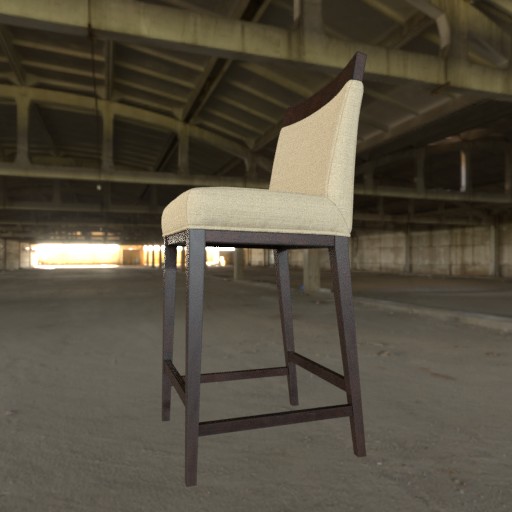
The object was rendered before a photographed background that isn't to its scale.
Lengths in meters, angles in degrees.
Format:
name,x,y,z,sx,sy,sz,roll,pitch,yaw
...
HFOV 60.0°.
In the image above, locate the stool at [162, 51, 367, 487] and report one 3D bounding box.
name,x,y,z,sx,sy,sz,roll,pitch,yaw
stool,0.000,0.000,1.378,0.531,1.117,0.511,0,0,-19
